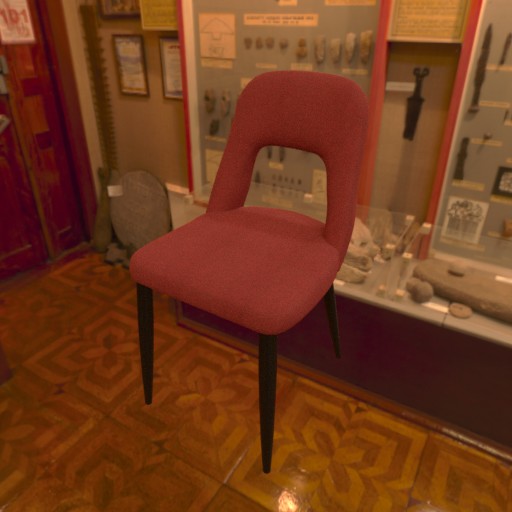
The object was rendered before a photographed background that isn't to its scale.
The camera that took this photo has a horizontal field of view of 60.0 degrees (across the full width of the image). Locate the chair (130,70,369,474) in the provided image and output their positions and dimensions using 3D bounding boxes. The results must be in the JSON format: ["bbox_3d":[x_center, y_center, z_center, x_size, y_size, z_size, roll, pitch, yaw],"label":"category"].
[{"bbox_3d":[0.000,0.000,1.218,0.483,0.892,0.569,18,34,28],"label":"chair"}]
